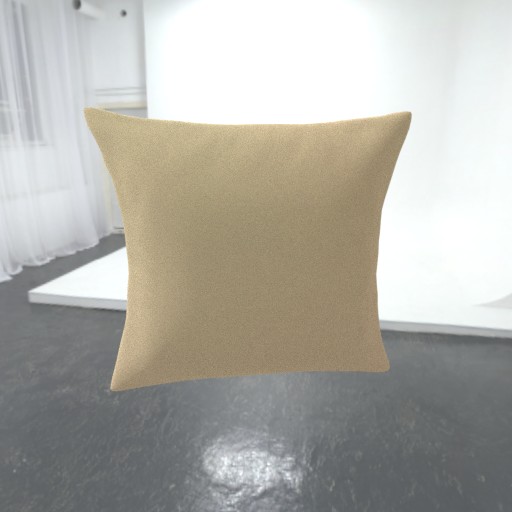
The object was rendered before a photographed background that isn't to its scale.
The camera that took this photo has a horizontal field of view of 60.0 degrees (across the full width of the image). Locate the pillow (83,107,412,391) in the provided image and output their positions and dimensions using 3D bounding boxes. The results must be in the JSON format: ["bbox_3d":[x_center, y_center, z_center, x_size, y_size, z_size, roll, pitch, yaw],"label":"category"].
[{"bbox_3d":[0.000,0.000,0.805,0.552,0.508,0.166,-2,14,-8],"label":"pillow"}]
